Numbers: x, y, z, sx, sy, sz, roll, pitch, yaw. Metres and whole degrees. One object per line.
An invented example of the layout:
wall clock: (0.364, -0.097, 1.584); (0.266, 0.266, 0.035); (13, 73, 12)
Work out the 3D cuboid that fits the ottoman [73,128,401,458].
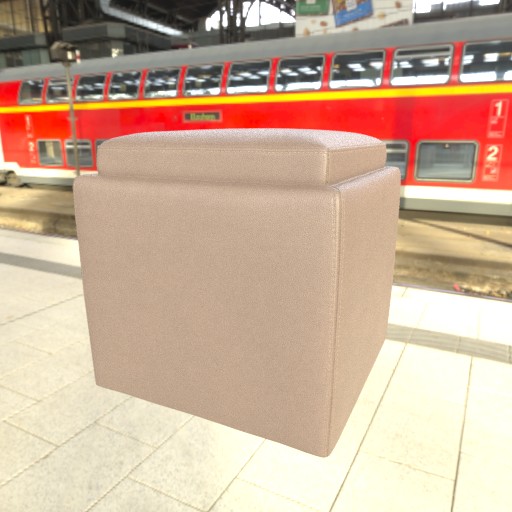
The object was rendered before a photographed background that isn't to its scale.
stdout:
ottoman: (0.000, 0.000, 0.832); (0.451, 0.460, 0.450); (7, 17, 25)
